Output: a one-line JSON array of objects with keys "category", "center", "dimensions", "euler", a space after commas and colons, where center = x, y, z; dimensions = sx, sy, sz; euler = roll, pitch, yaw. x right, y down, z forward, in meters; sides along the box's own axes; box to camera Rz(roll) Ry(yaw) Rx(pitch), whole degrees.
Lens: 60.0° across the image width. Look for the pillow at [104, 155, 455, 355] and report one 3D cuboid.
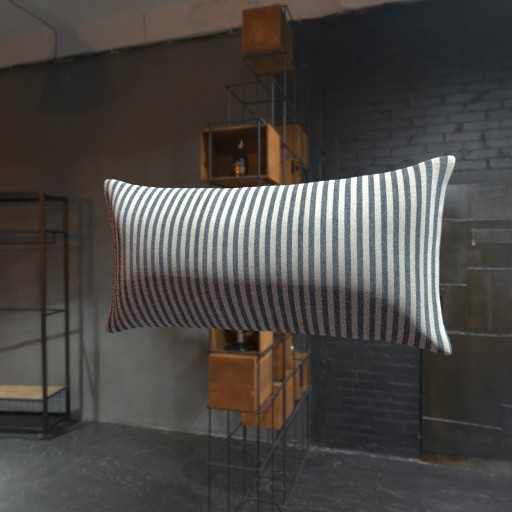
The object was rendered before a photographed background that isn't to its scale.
[{"category": "pillow", "center": [0.000, 0.000, 0.750], "dimensions": [0.617, 0.295, 0.151], "euler": [0, 0, 19]}]
